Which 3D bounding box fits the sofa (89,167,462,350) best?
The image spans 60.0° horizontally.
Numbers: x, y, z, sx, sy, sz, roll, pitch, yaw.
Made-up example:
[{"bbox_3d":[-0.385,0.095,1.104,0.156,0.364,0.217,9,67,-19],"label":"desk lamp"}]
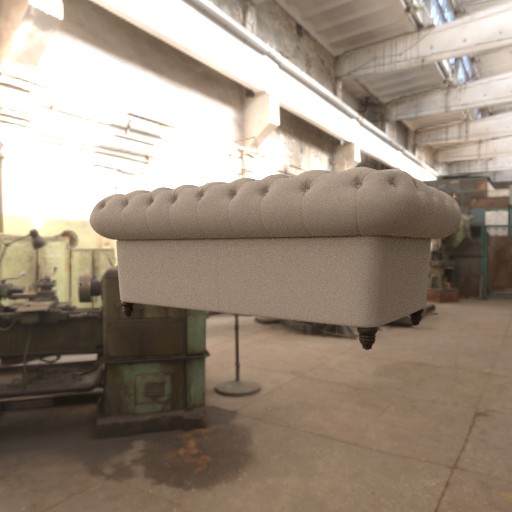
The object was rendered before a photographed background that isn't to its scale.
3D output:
[{"bbox_3d":[0.000,0.000,2.530,1.998,0.764,0.986,1,1,35],"label":"sofa"}]
